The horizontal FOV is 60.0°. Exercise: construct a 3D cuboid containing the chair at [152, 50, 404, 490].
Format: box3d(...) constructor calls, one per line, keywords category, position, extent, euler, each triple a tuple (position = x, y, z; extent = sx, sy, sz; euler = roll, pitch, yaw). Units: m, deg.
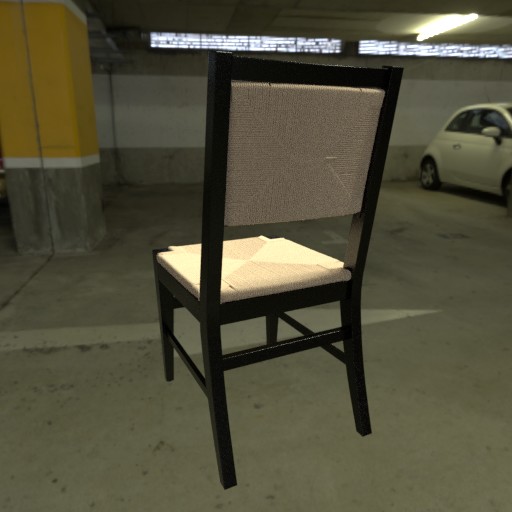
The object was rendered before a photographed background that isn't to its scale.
box3d(category="chair", position=(0.000, 0.000, 1.206), extent=(0.437, 0.927, 0.552), euler=(-8, 17, -26))
